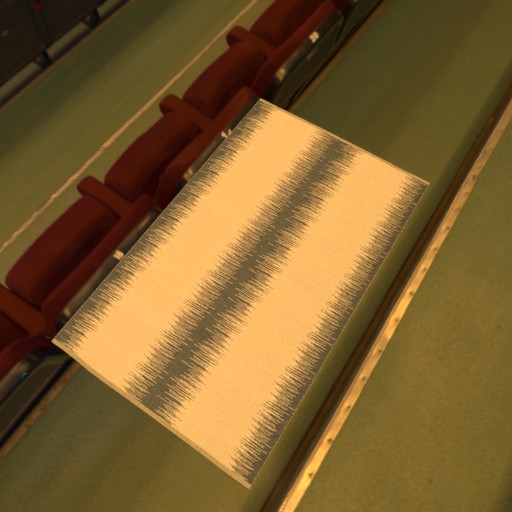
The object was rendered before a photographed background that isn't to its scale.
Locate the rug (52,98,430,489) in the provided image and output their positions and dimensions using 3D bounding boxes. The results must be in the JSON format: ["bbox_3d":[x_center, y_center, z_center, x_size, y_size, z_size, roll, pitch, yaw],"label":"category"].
[{"bbox_3d":[0.000,0.000,3.078,1.519,0.003,2.453,31,69,13],"label":"rug"}]
